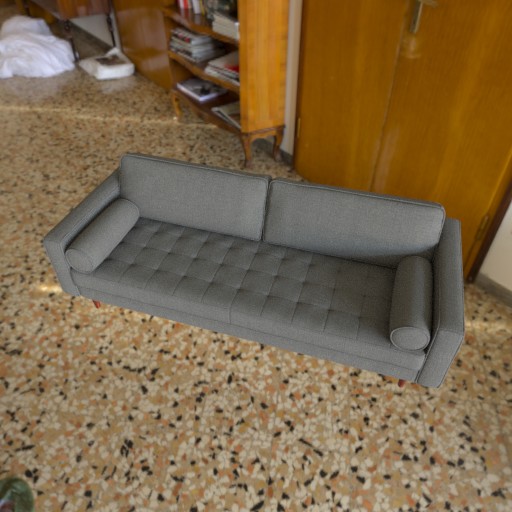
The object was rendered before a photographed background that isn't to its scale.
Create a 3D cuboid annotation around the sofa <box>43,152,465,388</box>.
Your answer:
[{"bbox_3d":[0.000,0.000,2.602,2.198,0.762,0.914,12,43,13],"label":"sofa"}]
